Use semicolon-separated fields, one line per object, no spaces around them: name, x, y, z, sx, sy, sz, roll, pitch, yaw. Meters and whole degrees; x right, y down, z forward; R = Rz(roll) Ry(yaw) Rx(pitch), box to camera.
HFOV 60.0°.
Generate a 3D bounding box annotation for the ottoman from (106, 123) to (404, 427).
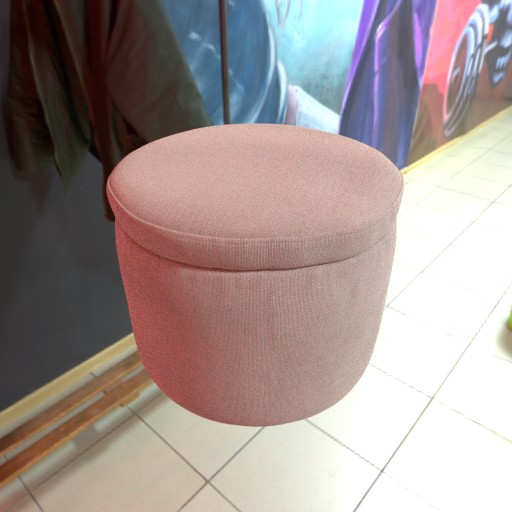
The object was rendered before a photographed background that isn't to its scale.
ottoman;0.000;0.000;0.848;0.497;0.409;0.497;0;32;0
